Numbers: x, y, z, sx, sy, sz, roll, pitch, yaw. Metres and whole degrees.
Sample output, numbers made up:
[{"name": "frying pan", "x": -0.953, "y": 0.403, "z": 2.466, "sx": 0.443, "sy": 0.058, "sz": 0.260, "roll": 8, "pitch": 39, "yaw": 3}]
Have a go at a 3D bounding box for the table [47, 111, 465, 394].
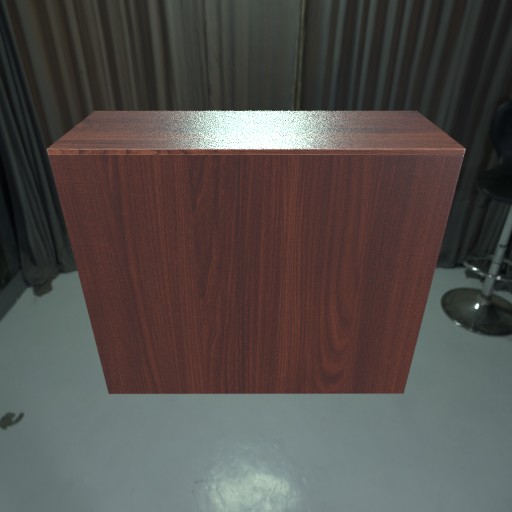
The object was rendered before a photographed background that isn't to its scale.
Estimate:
[{"name": "table", "x": 0.000, "y": 0.000, "z": 1.350, "sx": 0.930, "sy": 0.790, "sz": 0.380, "roll": 0, "pitch": 32, "yaw": 0}]
